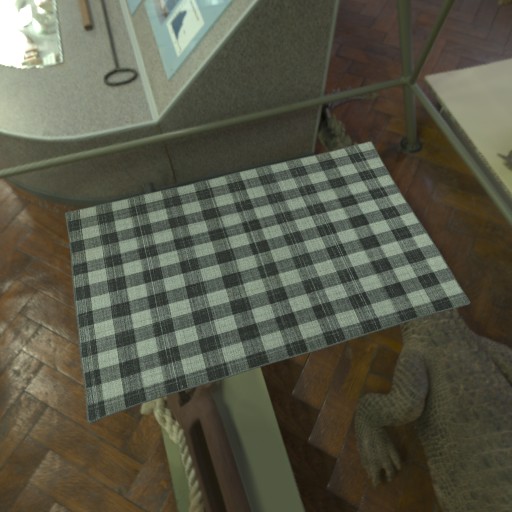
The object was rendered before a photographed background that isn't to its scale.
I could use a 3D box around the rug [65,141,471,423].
[{"bbox_3d":[0.000,0.000,3.082,2.476,0.011,1.554,-15,60,-9],"label":"rug"}]
